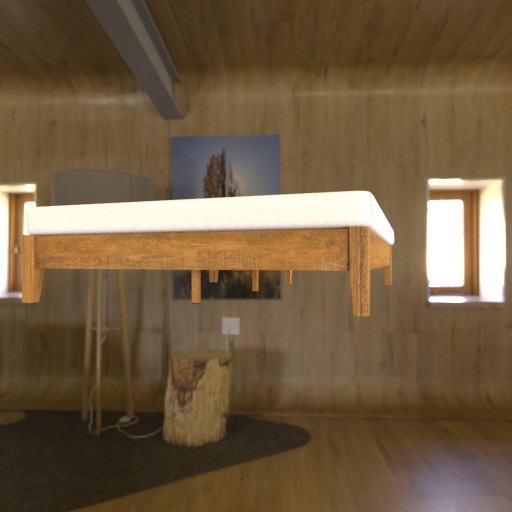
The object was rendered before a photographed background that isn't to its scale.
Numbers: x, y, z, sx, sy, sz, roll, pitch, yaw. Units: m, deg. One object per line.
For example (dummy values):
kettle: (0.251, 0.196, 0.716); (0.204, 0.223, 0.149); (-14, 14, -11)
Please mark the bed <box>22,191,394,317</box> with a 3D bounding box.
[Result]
bed: (0.000, 0.000, 2.687); (1.536, 0.431, 2.016); (0, -1, 19)
